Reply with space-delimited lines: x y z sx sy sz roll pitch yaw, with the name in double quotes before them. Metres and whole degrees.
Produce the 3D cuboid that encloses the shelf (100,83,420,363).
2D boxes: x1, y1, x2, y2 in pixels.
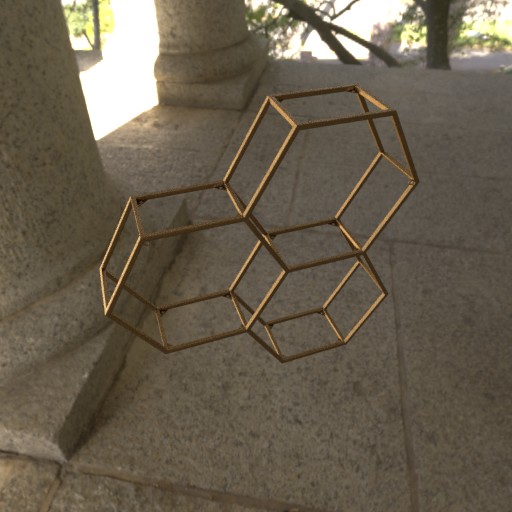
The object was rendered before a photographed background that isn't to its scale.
"shelf" 0.000 0.000 1.052 0.708 0.701 0.150 -13 42 -14
